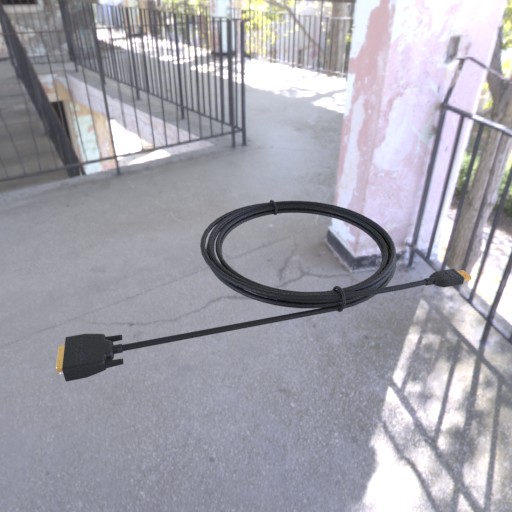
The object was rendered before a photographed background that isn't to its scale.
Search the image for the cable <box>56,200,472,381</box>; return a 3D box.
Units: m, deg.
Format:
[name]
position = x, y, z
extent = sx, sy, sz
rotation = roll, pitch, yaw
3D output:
[cable]
position = 0.000, 0.000, 0.521
extent = 0.422, 0.030, 0.257
rotation = -9, 33, -13
